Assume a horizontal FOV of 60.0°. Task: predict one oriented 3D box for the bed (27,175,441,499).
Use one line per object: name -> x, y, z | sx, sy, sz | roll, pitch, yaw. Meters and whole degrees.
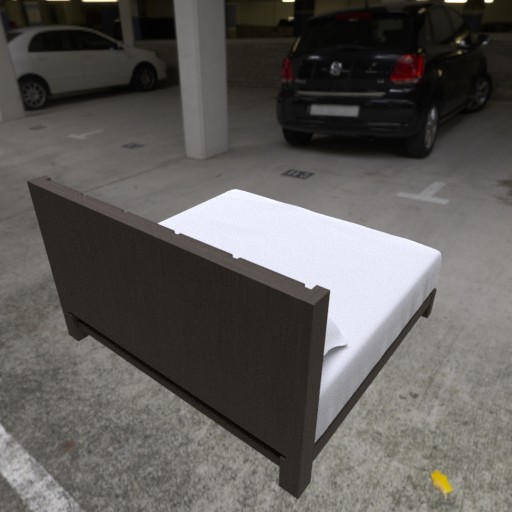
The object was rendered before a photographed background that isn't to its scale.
bed -> 0.000, 0.000, 3.258 | 2.134, 1.270, 2.012 | 22, 37, 32
